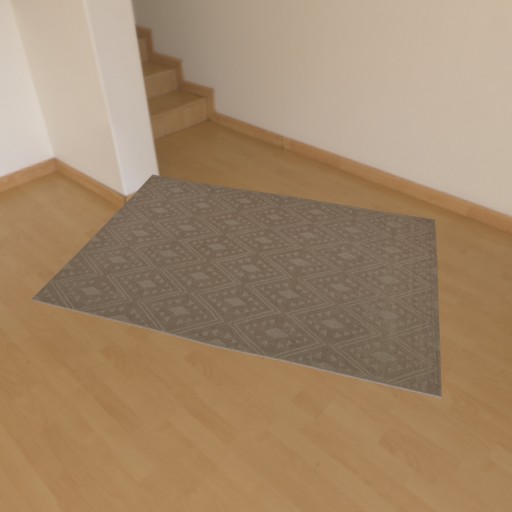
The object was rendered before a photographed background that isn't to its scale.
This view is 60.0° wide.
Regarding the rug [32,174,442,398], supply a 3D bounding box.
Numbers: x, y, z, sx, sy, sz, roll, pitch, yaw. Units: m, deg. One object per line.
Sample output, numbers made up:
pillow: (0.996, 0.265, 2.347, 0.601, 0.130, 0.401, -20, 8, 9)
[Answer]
rug: (0.000, 0.000, 2.335, 1.829, 0.034, 1.252, 10, 40, 13)
